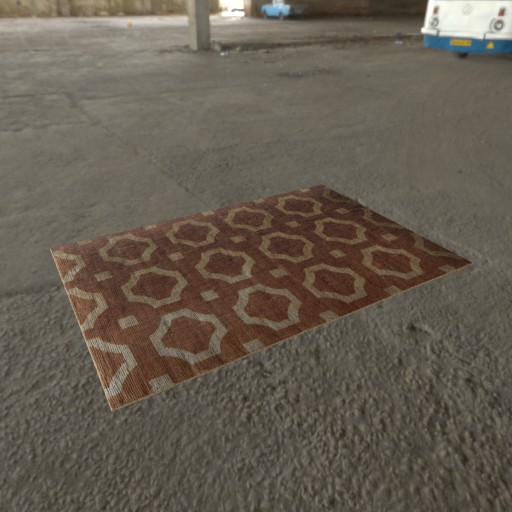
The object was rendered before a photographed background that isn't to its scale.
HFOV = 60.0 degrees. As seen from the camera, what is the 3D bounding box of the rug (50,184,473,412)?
[{"bbox_3d":[0.000,0.000,2.893,2.286,0.016,1.555,-17,35,-26],"label":"rug"}]
